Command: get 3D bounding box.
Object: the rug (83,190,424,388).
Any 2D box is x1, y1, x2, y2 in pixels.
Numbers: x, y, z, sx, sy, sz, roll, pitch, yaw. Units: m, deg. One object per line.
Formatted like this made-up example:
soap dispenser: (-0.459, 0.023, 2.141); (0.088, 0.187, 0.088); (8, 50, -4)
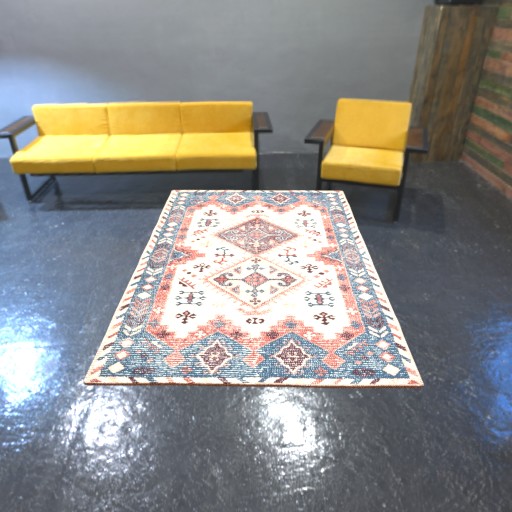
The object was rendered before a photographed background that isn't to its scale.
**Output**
rug: (0.000, 0.000, 2.368); (1.225, 0.015, 1.840); (0, 30, 1)
